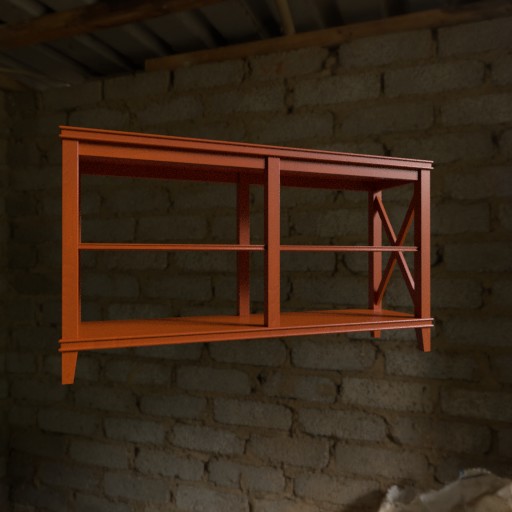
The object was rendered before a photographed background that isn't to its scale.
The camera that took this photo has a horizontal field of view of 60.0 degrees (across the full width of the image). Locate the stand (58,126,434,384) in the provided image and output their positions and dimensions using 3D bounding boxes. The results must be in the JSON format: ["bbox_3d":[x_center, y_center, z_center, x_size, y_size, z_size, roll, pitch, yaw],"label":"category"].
[{"bbox_3d":[0.000,0.000,1.712,1.372,0.762,0.381,0,0,-20],"label":"stand"}]
